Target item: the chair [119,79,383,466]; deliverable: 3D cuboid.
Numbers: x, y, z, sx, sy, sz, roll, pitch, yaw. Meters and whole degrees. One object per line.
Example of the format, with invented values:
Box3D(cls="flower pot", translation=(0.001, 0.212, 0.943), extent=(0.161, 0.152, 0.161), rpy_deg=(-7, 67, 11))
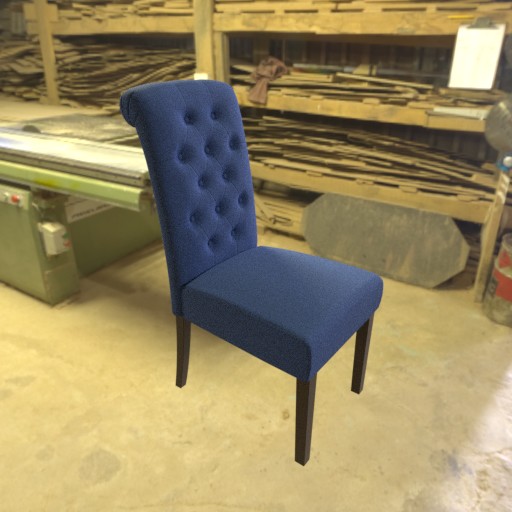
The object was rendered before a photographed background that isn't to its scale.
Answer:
Box3D(cls="chair", translation=(0.000, 0.000, 1.382), extent=(0.671, 1.006, 0.456), rpy_deg=(17, 30, 33))
